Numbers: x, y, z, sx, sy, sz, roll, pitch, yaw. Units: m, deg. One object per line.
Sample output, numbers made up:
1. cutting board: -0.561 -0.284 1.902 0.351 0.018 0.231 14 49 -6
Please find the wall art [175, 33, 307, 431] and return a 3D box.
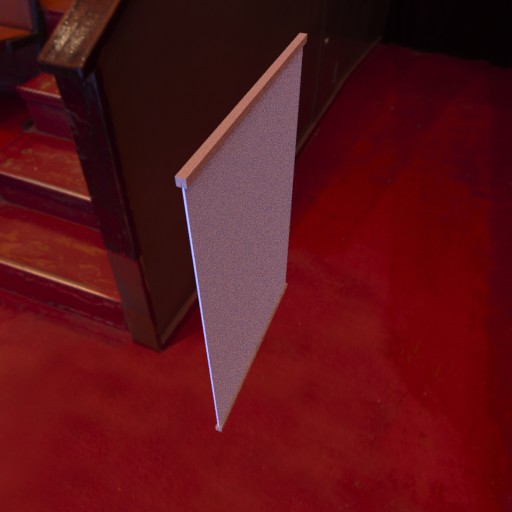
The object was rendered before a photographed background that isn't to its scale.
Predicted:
1. wall art: 0.000 0.000 1.940 0.030 1.519 0.990 16 49 15
